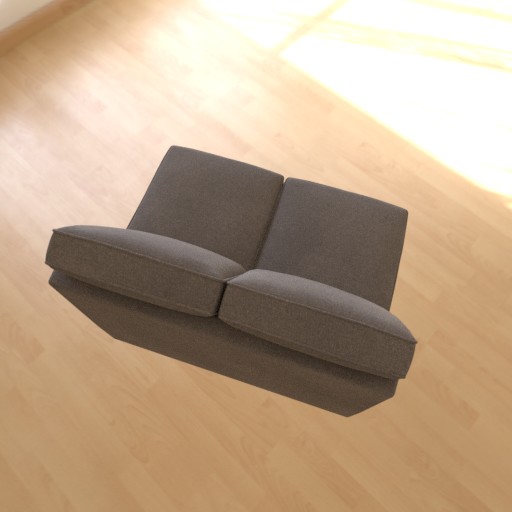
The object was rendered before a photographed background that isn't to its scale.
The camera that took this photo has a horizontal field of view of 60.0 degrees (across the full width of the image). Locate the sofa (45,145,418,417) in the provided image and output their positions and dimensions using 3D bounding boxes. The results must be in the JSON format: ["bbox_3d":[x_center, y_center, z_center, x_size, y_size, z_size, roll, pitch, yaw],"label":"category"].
[{"bbox_3d":[0.000,0.000,1.946,1.237,1.008,0.951,17,66,8],"label":"sofa"}]
